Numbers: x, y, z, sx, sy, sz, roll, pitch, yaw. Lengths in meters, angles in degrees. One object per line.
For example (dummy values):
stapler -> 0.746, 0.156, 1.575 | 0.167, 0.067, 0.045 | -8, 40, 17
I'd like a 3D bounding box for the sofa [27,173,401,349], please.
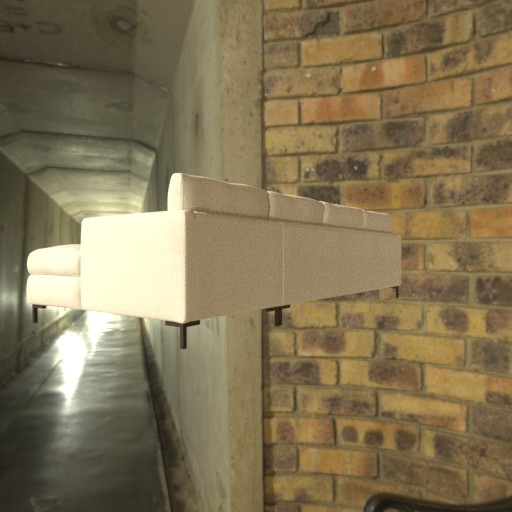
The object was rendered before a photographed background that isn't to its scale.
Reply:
sofa -> 0.000, 0.000, 2.896 | 1.126, 0.677, 2.445 | 0, 0, 36
